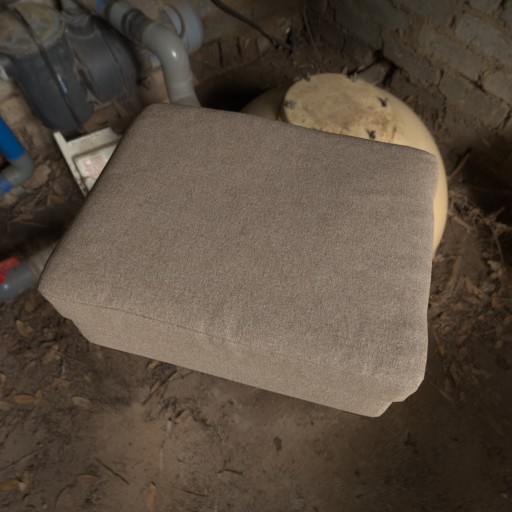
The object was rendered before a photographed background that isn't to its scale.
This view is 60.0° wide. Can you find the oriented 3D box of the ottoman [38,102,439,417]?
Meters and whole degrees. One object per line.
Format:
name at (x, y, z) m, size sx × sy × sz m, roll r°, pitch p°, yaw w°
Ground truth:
ottoman at (0.000, 0.000, 1.279) m, size 0.889 × 0.511 × 0.692 m, roll 13°, pitch 59°, yaw 8°
